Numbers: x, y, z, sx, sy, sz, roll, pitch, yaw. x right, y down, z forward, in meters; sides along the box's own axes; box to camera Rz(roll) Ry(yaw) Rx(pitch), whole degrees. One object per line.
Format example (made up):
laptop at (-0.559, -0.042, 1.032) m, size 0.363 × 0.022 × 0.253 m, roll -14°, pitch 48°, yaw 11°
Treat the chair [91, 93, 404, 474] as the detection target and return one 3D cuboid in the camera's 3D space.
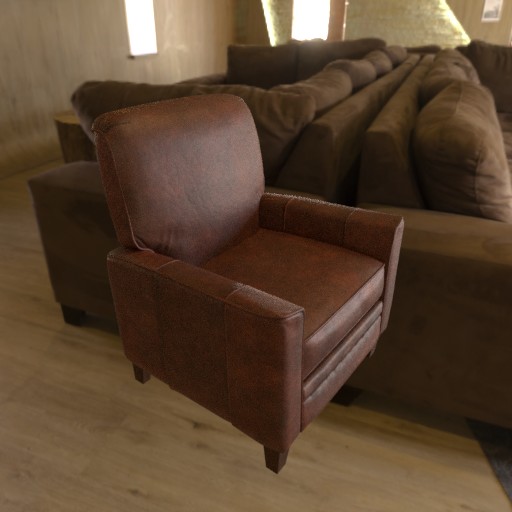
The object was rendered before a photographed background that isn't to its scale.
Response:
chair at (0.000, 0.000, 1.638) m, size 0.836 × 1.043 × 0.843 m, roll 19°, pitch 33°, yaw 32°
